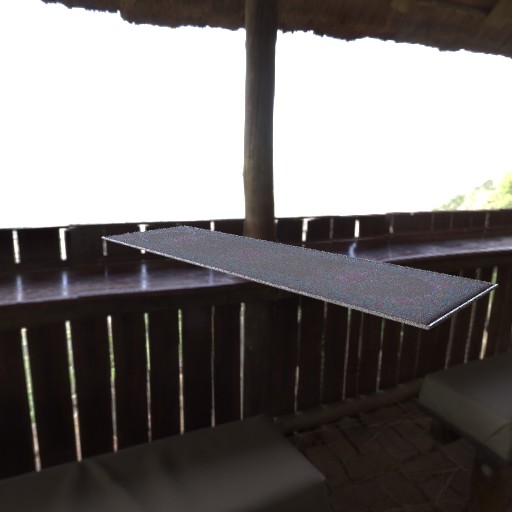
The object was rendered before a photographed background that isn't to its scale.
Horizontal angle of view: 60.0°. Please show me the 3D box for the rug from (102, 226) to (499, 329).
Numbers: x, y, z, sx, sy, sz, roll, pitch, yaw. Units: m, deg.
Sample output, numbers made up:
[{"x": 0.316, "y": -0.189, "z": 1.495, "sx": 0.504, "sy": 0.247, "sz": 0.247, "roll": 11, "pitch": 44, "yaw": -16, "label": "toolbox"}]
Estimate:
[{"x": 0.000, "y": 0.000, "z": 1.970, "sx": 1.827, "sy": 0.012, "sz": 0.553, "roll": 13, "pitch": 18, "yaw": 44, "label": "rug"}]
